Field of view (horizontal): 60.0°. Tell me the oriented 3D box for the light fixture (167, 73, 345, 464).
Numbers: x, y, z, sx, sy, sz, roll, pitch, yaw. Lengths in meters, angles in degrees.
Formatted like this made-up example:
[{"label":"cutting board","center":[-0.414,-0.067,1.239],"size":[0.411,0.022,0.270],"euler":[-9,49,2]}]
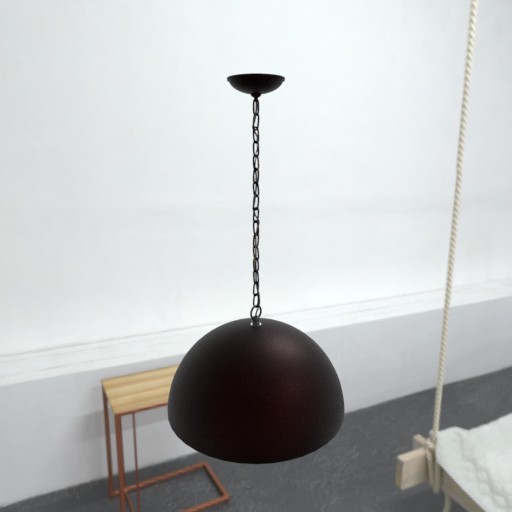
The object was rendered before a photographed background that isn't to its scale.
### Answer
[{"label":"light fixture","center":[0.000,0.000,1.156],"size":[0.492,0.869,0.492],"euler":[13,18,43]}]
